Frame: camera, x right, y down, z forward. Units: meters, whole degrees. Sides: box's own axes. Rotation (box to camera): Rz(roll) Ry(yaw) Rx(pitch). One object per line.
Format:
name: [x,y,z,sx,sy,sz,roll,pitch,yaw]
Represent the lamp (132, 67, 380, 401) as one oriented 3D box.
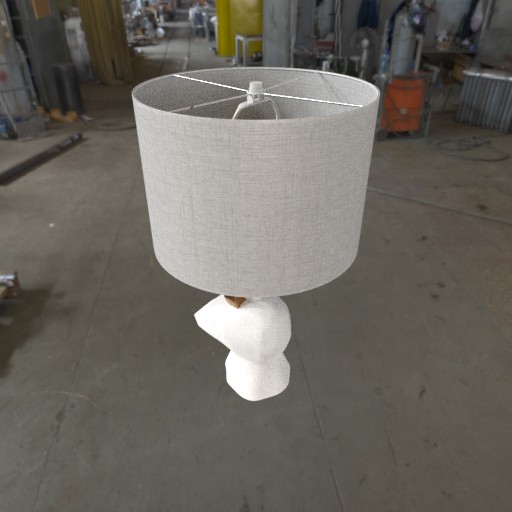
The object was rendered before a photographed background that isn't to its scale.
lamp: [0.000,0.000,0.678,0.298,0.503,0.298,23,38,31]
